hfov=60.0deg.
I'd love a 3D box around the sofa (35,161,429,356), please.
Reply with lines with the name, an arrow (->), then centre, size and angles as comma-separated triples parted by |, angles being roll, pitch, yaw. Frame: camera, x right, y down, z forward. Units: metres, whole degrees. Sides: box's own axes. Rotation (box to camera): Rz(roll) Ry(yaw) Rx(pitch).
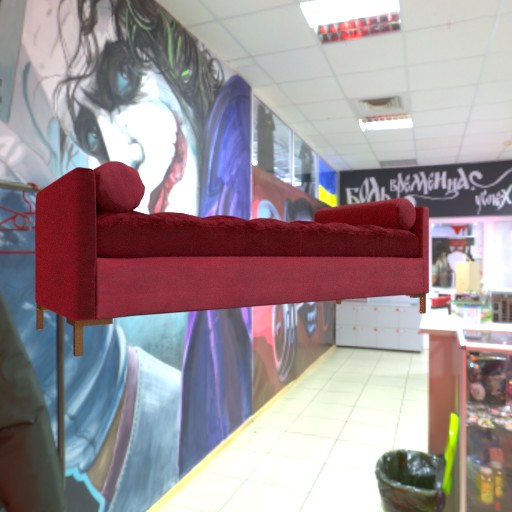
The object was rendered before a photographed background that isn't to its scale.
sofa -> 0.000, 0.000, 2.429 | 2.102, 0.705, 0.796 | 0, 0, -36
